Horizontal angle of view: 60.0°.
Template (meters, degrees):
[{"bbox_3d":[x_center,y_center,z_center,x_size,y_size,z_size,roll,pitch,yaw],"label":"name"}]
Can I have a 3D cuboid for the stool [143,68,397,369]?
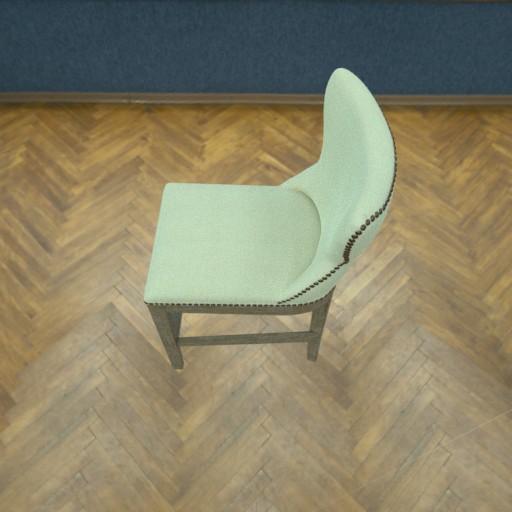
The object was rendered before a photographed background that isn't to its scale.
[{"bbox_3d":[0.000,0.000,1.352,0.608,0.981,0.498,1,57,1],"label":"stool"}]
